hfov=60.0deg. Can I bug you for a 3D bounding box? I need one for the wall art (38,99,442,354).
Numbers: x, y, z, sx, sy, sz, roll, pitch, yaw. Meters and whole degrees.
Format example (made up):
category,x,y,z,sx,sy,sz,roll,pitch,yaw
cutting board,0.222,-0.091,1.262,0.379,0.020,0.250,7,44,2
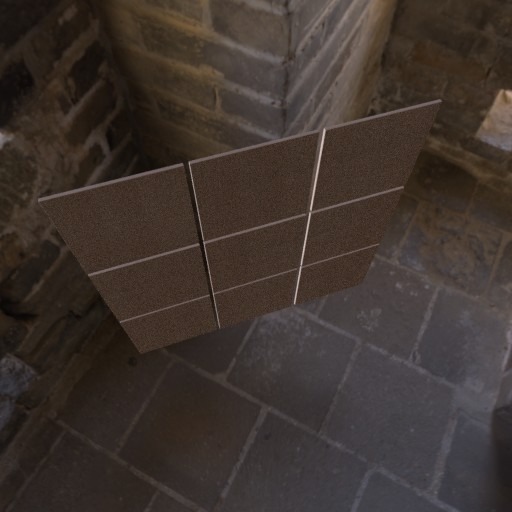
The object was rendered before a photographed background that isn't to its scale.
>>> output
category,x,y,z,sx,sy,sz,roll,pitch,yaw
wall art,0.000,0.000,1.798,1.219,1.218,0.013,-16,60,-10
